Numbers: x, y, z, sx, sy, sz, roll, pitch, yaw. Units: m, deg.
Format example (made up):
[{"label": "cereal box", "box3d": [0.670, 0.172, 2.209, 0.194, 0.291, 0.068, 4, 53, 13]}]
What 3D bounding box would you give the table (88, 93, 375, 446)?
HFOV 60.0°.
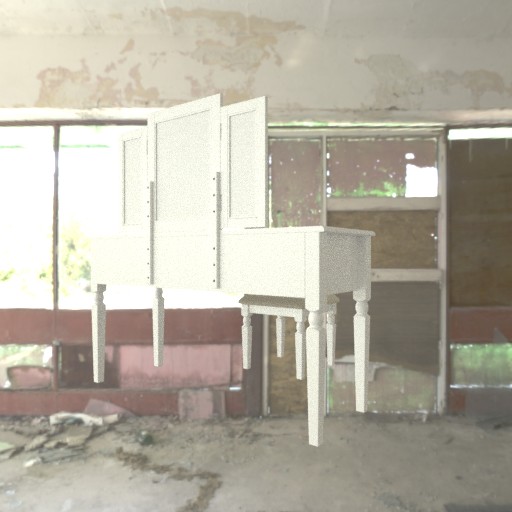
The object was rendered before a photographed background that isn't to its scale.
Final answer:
[{"label": "table", "box3d": [0.000, 0.000, 2.344, 1.369, 1.310, 1.115, 0, 0, 36]}]
